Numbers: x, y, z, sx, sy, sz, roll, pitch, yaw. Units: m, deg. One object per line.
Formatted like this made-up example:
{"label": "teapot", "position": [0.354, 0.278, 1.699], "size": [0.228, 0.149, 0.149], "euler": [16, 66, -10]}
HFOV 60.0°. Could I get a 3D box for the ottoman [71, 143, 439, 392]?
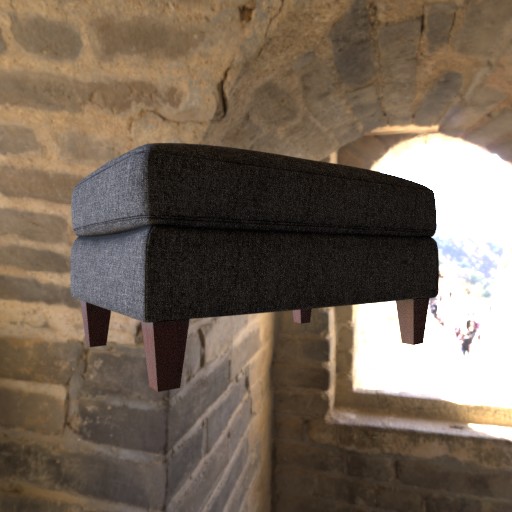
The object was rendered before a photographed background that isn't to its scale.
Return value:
{"label": "ottoman", "position": [0.000, 0.000, 1.212], "size": [0.864, 0.483, 0.584], "euler": [0, 0, -34]}
